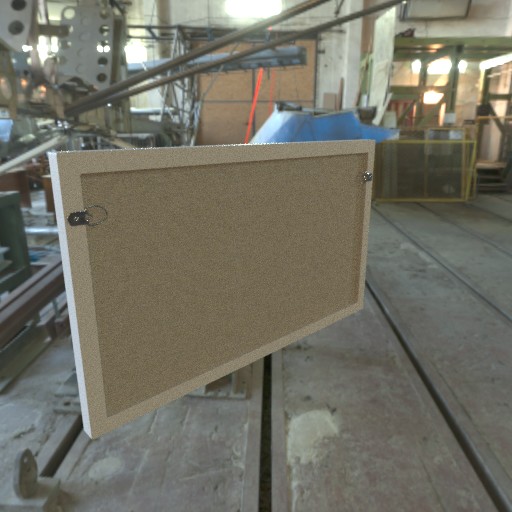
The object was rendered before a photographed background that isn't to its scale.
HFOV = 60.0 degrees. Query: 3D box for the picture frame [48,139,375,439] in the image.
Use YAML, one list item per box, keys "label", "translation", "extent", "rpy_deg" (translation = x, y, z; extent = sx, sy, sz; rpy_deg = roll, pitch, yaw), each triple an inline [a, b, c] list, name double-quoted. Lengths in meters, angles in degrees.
- label: "picture frame"
  translation: [0.000, 0.000, 0.771]
  extent: [0.647, 0.379, 0.044]
  rpy_deg: [-15, 22, -41]
